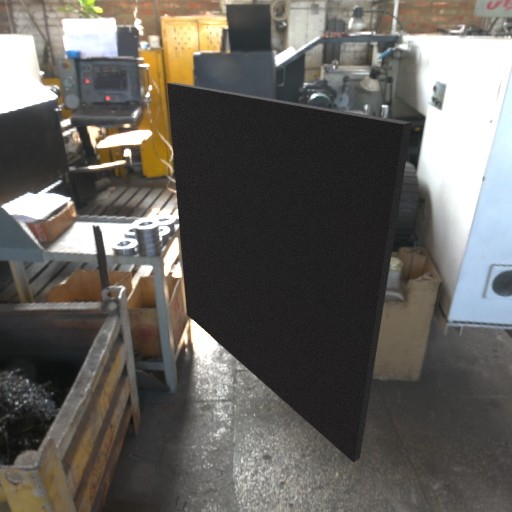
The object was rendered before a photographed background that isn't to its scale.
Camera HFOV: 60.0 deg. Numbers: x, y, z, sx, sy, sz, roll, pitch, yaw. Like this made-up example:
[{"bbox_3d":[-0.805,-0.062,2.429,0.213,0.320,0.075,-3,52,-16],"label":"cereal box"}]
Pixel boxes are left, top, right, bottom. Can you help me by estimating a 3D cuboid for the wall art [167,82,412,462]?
[{"bbox_3d":[0.000,0.000,0.675,0.013,0.458,0.456,-20,33,-33],"label":"wall art"}]
